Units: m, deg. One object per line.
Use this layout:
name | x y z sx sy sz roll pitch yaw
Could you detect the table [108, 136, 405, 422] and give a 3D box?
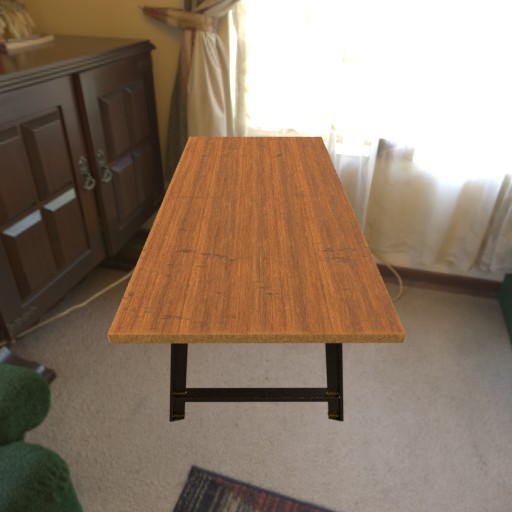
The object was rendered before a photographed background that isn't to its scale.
table | 0.000 0.000 2.615 1.000 0.757 2.200 0 32 0
